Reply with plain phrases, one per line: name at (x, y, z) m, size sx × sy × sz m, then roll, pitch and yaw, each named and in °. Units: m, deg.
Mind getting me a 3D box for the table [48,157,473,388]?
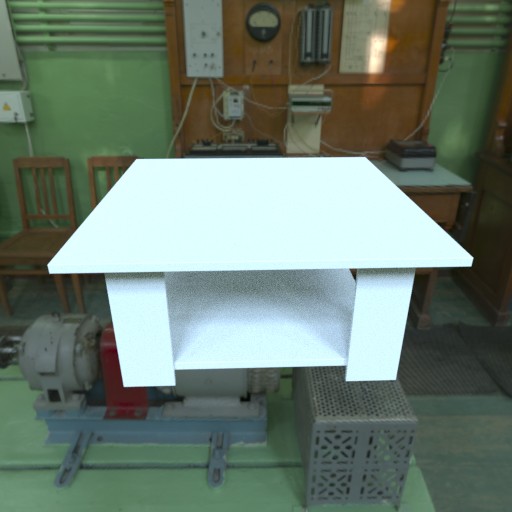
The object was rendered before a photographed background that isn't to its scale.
table at (0.000, 0.000, 1.065) m, size 0.670 × 0.305 × 0.670 m, roll -1°, pitch 26°, yaw -2°
